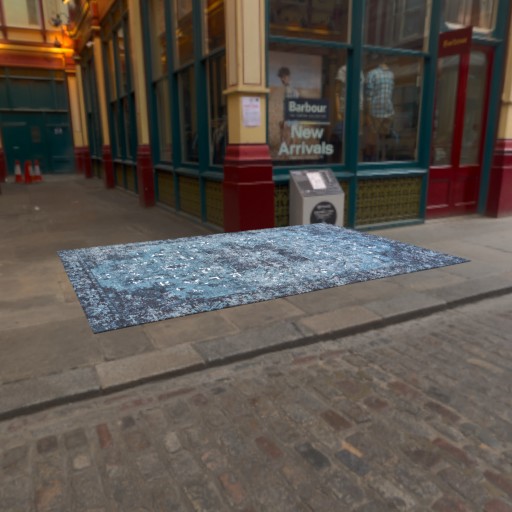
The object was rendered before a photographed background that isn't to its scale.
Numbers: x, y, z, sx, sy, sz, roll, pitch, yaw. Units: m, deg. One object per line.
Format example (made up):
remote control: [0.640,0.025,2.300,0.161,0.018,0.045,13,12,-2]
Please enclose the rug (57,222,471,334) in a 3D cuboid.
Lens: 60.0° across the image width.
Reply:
rug: [0.000,0.000,2.340,1.828,0.005,1.219,-8,17,-28]
